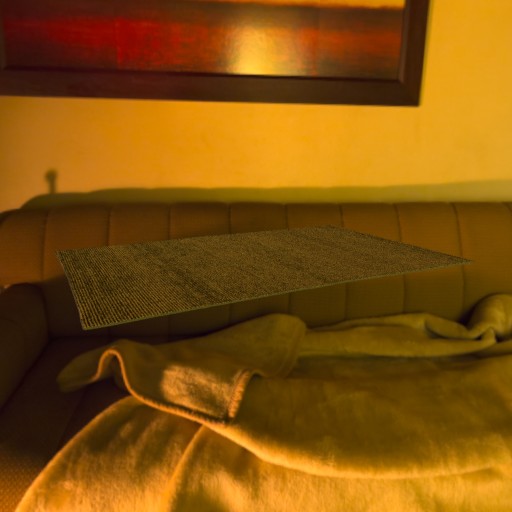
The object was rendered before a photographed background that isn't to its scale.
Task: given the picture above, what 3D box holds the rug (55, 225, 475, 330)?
[{"bbox_3d":[0.000,0.000,2.213,1.777,0.021,1.145,-7,15,-26],"label":"rug"}]
